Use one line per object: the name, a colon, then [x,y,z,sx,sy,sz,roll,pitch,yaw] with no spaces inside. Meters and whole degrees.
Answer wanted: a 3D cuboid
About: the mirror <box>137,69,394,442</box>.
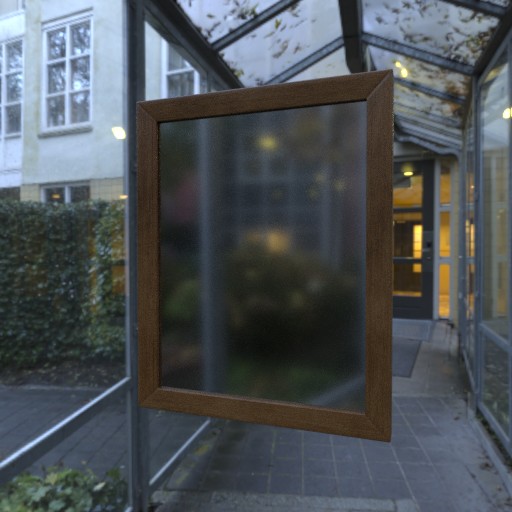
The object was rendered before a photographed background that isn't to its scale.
mirror: [0.000,0.000,0.688,0.405,0.508,0.041,0,1,20]
